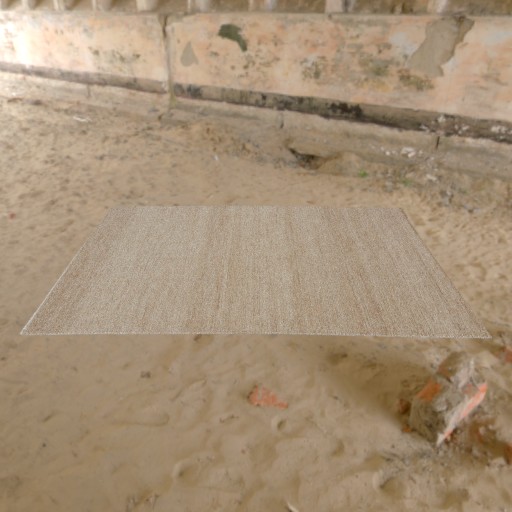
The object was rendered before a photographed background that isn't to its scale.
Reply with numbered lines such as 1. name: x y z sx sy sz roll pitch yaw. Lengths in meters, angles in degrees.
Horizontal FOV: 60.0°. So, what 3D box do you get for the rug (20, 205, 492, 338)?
1. rug: 0.000 0.000 2.872 2.346 0.029 1.574 0 30 1
